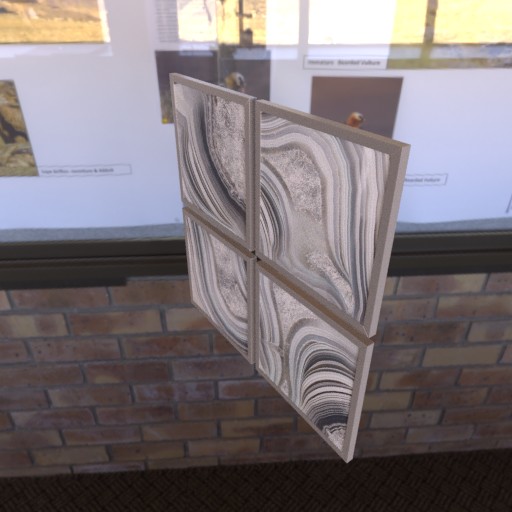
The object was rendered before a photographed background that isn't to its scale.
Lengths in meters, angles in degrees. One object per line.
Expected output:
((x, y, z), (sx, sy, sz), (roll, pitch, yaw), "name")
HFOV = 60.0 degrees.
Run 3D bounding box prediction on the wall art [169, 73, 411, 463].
((0.000, 0.000, 1.638), (0.029, 1.118, 1.118), (-21, 37, -30), "wall art")
